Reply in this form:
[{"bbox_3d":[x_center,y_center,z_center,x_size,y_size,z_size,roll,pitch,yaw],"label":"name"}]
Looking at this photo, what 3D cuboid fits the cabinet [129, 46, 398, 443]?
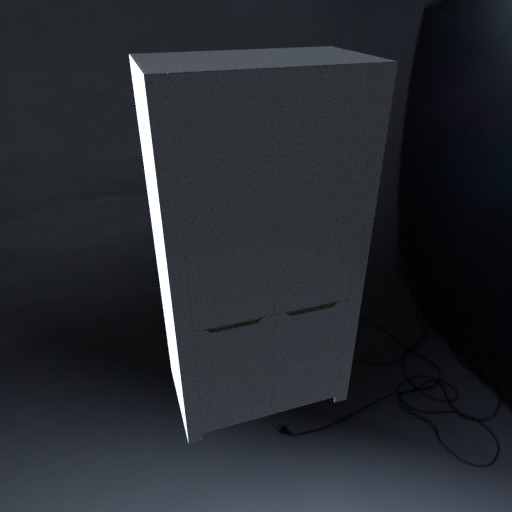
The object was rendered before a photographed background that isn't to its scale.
[{"bbox_3d":[0.000,0.000,2.332,0.980,1.920,0.580,-10,32,-16],"label":"cabinet"}]
